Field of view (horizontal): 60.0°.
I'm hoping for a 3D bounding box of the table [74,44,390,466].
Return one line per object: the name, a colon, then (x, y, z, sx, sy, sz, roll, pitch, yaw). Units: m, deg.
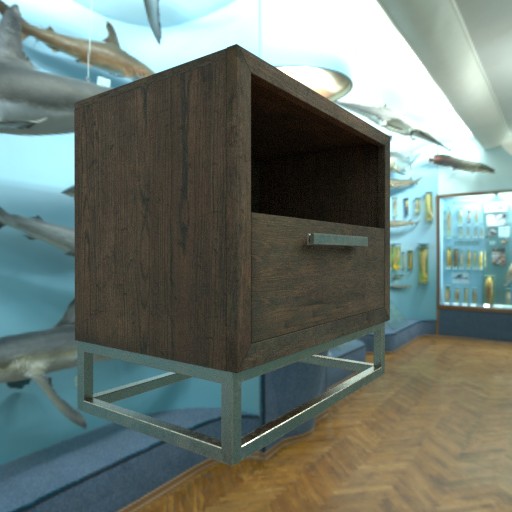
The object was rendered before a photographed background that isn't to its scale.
table: (0.000, 0.000, 1.225, 0.542, 0.746, 0.767, 0, 0, 36)
